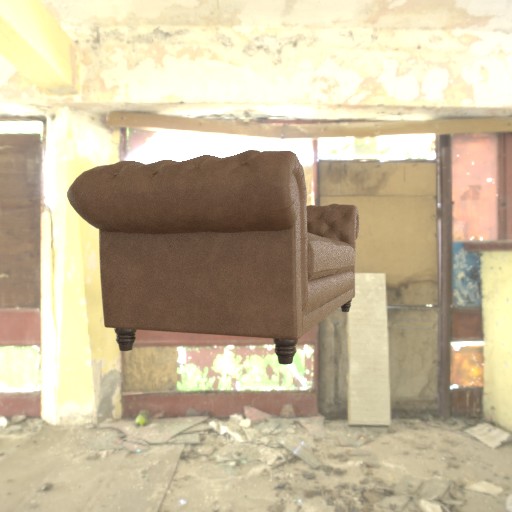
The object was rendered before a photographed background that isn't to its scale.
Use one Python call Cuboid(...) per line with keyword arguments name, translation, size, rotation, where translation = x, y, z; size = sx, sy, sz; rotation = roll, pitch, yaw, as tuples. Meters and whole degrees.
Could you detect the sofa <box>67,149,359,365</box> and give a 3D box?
Cuboid(name="sofa", translation=(0.000, 0.000, 2.501), size=(0.955, 0.784, 2.048), rotation=(0, 0, 19))
